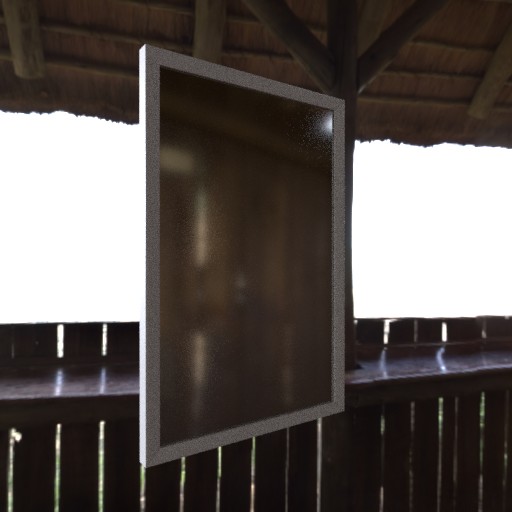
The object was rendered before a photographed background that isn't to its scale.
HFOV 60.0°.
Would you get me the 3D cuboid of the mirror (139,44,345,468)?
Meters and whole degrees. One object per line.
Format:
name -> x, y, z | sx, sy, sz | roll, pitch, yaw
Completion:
mirror -> 0.000, 0.000, 1.146 | 0.609, 0.914, 0.041 | 0, 0, -35
